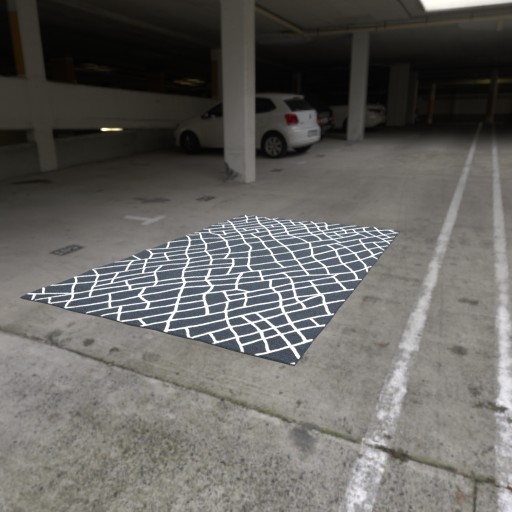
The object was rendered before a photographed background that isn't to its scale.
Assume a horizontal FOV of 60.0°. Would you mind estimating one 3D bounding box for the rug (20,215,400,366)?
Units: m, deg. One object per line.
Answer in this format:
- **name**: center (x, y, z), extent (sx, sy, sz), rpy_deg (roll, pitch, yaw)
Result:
- **rug**: center (0.000, 0.000, 3.027), extent (1.529, 0.017, 2.448), rpy_deg (8, 18, 25)
